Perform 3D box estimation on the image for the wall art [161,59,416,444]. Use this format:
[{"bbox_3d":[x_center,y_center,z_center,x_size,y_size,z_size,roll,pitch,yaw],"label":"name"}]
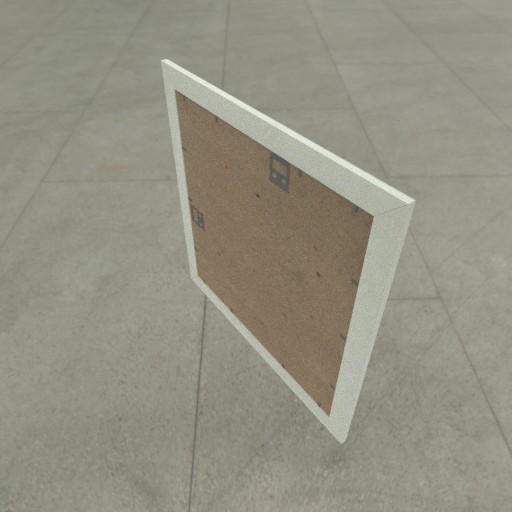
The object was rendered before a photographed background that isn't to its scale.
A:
[{"bbox_3d":[0.000,0.000,0.868,0.013,0.584,0.584,-27,49,-26],"label":"wall art"}]
